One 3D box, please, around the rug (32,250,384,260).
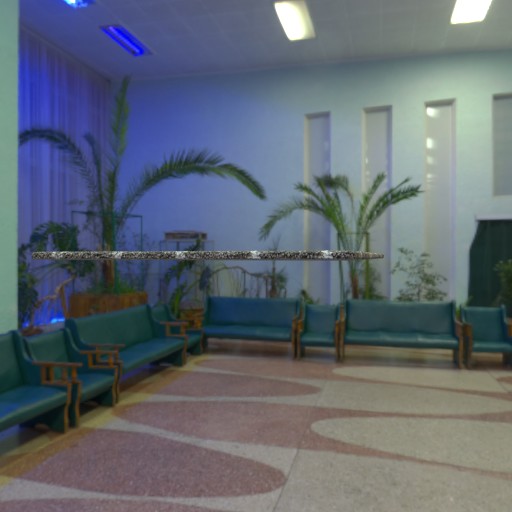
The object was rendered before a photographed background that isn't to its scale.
[{"bbox_3d":[0.000,0.000,2.334,1.219,0.030,1.778,0,0,19],"label":"rug"}]
